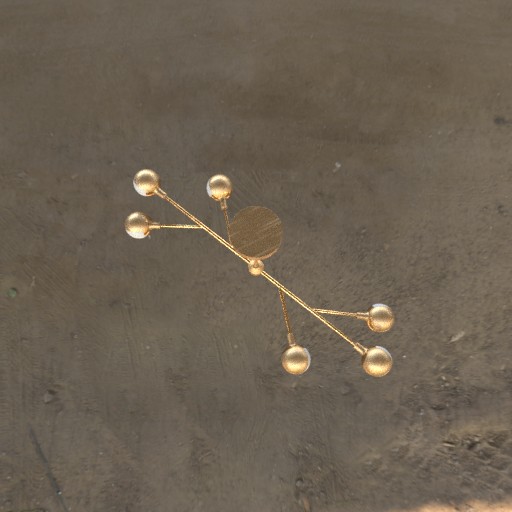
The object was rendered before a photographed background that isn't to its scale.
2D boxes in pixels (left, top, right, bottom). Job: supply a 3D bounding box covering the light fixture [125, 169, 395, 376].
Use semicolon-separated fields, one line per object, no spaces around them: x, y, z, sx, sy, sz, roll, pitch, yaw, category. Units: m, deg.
0.000;0.000;1.004;0.434;0.362;0.778;-35;78;-8;light fixture
